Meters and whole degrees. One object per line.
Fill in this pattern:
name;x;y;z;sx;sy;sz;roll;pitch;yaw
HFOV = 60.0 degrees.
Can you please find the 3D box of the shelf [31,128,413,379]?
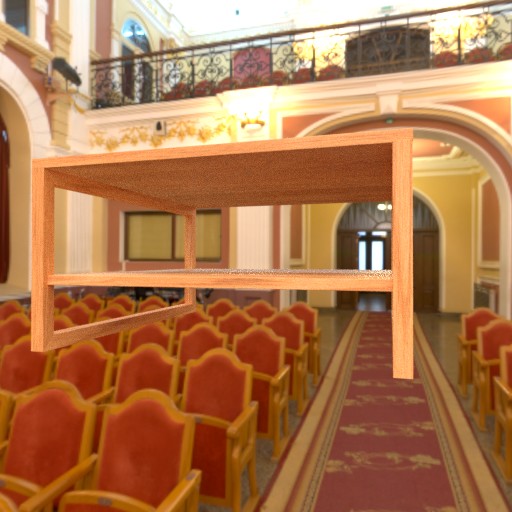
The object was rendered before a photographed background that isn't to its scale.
shelf;0.000;0.000;1.405;0.899;0.480;0.899;0;-1;17
